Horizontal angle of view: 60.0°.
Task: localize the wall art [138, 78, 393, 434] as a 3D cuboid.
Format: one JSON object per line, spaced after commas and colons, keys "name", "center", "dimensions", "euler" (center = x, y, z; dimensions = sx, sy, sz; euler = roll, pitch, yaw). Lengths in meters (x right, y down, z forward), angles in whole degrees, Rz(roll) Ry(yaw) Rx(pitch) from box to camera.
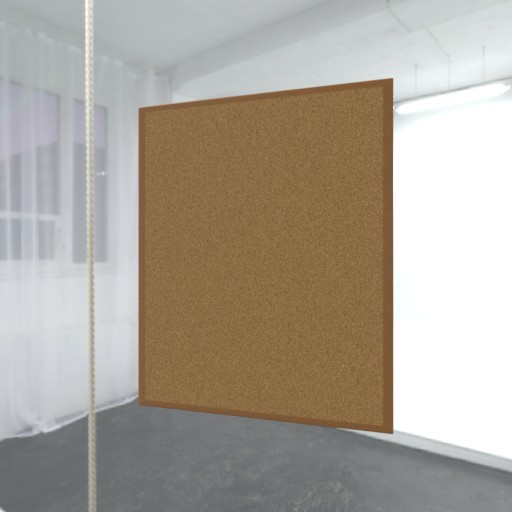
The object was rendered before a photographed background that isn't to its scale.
{"name": "wall art", "center": [0.000, 0.000, 0.764], "dimensions": [0.452, 0.553, 0.022], "euler": [0, 0, 17]}
